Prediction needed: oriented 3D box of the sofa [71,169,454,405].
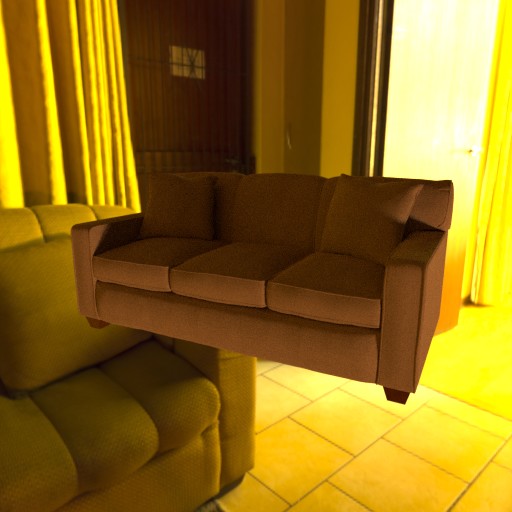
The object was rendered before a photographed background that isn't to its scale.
[{"bbox_3d":[0.000,0.000,2.608,2.024,0.958,0.997,7,15,27],"label":"sofa"}]
